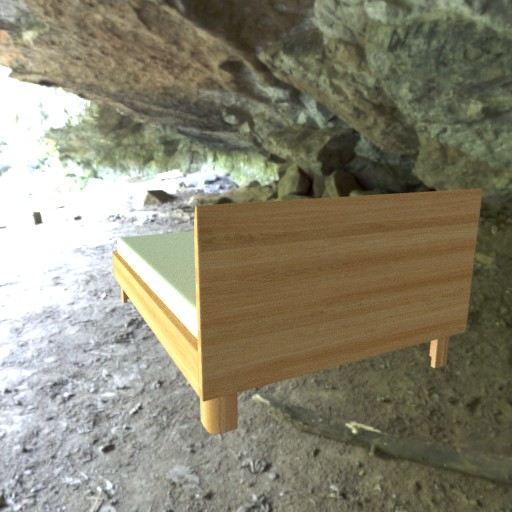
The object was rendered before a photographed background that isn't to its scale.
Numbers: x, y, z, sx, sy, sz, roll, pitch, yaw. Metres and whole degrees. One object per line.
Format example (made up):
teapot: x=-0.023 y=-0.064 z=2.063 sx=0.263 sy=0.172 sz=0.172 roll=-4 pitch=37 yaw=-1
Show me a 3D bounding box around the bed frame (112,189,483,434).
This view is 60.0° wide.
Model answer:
bed frame: x=0.000 y=0.000 z=2.811 sx=1.472 sy=0.940 sz=1.992 roll=-7 pitch=15 yaw=-26
